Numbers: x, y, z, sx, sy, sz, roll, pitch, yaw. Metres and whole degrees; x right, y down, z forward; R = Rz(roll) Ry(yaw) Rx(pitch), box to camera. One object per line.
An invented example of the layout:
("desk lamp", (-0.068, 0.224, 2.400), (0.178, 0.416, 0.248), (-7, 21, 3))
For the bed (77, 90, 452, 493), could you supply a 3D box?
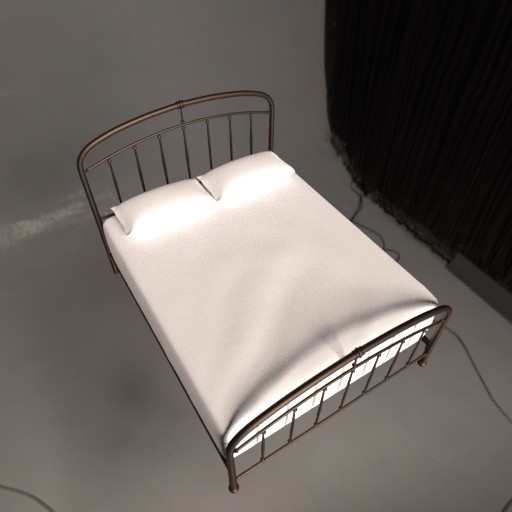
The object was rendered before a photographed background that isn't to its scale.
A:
("bed", (0.000, 0.000, 3.168), (1.711, 1.425, 2.180), (-25, 52, -21))
